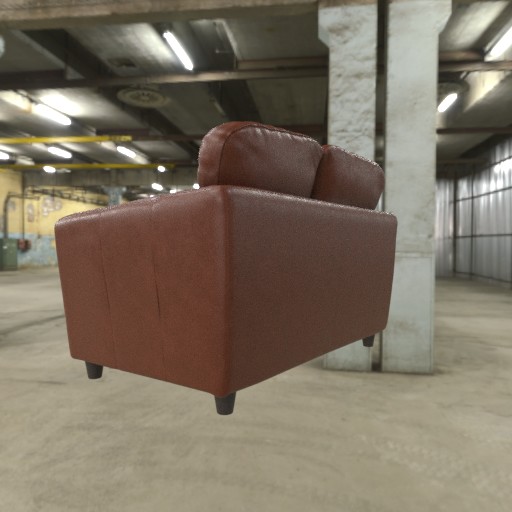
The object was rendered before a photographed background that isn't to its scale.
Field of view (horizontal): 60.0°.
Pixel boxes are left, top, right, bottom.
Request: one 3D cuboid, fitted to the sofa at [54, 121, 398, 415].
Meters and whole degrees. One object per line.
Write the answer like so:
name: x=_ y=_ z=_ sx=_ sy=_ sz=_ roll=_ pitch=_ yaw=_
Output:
sofa: x=0.000 y=0.000 z=1.914 sx=0.805 sy=0.906 sz=1.406 roll=1 pitch=1 yaw=36
